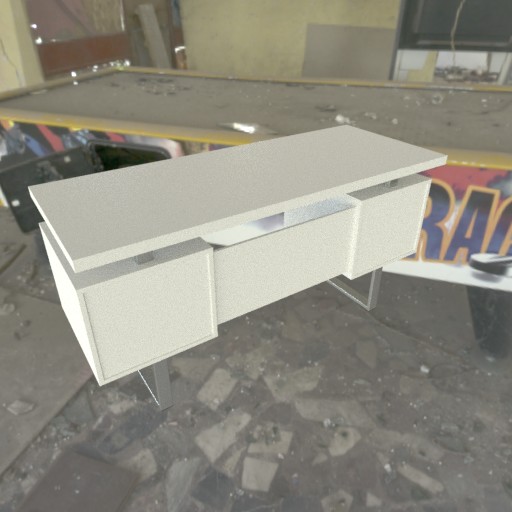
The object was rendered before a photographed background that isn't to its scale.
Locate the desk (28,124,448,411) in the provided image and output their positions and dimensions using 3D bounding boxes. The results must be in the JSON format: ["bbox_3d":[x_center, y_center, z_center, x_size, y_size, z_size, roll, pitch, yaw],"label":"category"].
[{"bbox_3d":[0.000,0.000,1.903,1.530,0.773,0.603,-19,36,-28],"label":"desk"}]
